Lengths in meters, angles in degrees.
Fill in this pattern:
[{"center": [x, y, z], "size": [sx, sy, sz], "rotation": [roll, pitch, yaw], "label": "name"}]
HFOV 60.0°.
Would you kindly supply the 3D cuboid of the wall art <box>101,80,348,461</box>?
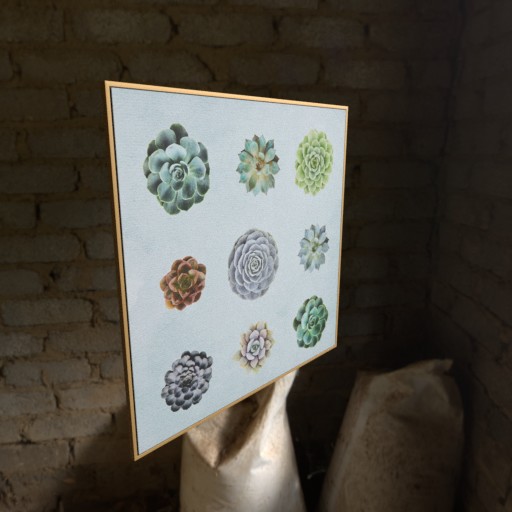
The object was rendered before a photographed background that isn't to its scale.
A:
[{"center": [0.000, 0.000, 0.967], "size": [0.014, 0.655, 0.657], "rotation": [13, 19, 42], "label": "wall art"}]
